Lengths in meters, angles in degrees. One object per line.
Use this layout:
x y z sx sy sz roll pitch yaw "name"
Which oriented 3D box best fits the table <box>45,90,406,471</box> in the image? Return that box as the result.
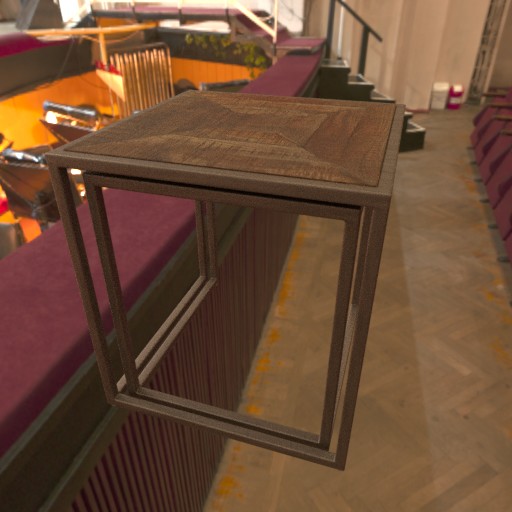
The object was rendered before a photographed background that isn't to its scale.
0.000 0.000 0.842 0.450 0.500 0.449 10 33 15 "table"
